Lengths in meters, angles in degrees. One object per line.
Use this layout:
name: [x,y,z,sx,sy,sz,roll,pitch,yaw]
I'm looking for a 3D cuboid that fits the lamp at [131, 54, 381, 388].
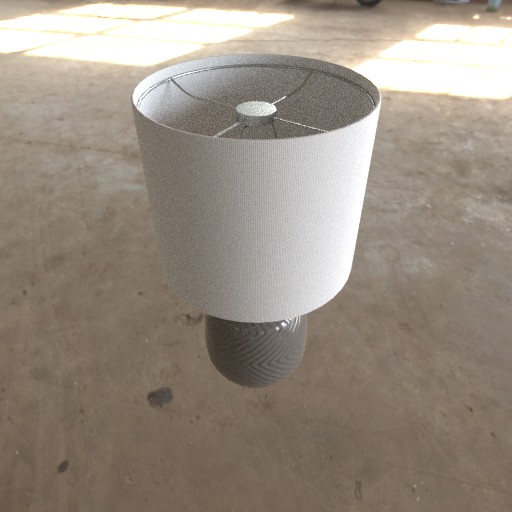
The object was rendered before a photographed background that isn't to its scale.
lamp: [0.000,0.000,0.489,0.207,0.366,0.207,24,45,26]
